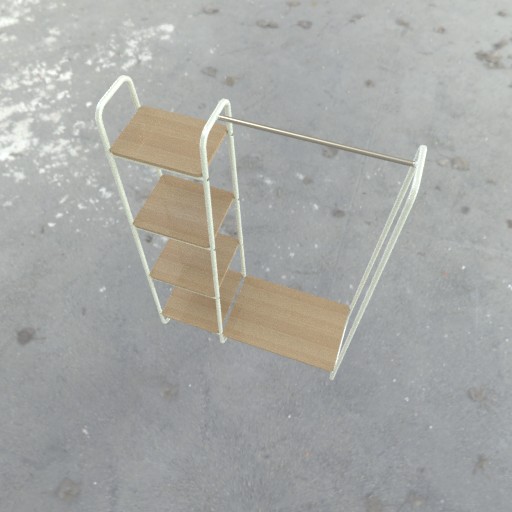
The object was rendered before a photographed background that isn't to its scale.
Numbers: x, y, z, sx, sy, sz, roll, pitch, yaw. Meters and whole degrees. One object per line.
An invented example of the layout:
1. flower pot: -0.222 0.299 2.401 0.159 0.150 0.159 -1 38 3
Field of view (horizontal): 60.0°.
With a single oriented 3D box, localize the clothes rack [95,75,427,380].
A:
1. clothes rack: 0.000 0.000 1.973 1.011 1.500 0.400 17 59 10
